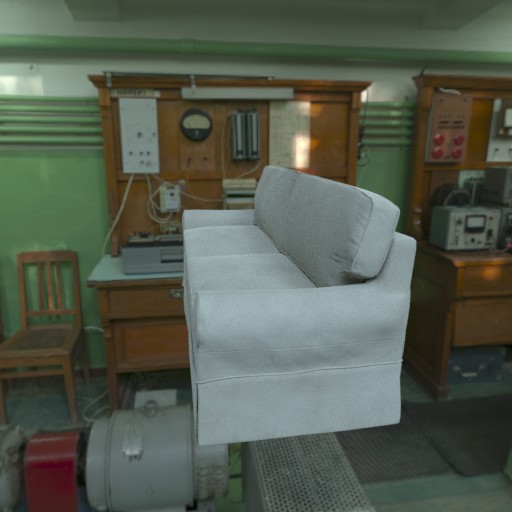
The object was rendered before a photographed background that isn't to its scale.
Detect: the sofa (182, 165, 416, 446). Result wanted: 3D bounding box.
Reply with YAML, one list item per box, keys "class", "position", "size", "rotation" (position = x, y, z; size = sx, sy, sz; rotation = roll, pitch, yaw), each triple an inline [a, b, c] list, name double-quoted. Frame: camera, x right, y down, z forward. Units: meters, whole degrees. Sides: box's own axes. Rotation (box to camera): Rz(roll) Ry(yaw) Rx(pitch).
- class: "sofa"
  position: [0.000, 0.000, 2.716]
  size: [0.900, 1.014, 2.246]
  rotation: [-3, 15, -10]
